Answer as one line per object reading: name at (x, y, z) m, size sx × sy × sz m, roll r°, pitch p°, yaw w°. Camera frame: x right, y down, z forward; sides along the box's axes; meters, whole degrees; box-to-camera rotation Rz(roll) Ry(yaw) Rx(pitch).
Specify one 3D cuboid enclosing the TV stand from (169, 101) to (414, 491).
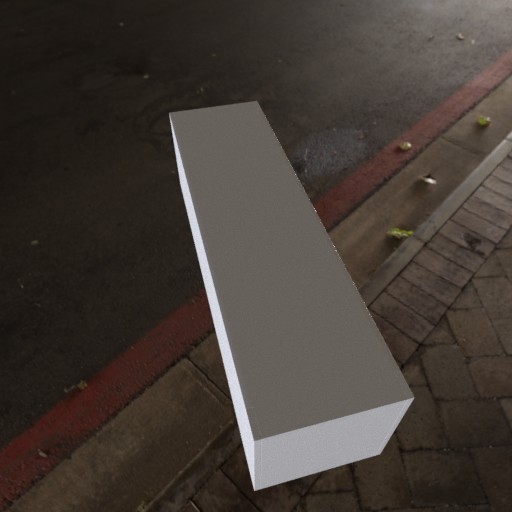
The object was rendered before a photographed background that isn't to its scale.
TV stand at (0.000, 0.000, 1.708) m, size 0.410 × 0.440 × 1.500 m, roll -11°, pitch 49°, yaw -10°
